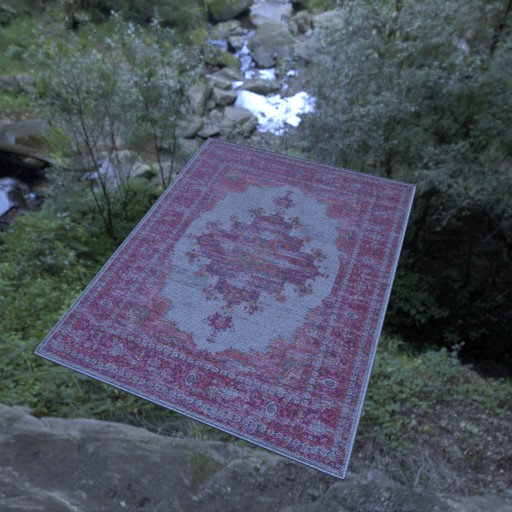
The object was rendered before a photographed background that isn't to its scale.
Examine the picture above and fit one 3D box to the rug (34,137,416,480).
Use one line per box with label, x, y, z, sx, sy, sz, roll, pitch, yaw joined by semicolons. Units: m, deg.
rug;0.000;0.000;4.057;2.447;0.017;3.123;17;51;14
